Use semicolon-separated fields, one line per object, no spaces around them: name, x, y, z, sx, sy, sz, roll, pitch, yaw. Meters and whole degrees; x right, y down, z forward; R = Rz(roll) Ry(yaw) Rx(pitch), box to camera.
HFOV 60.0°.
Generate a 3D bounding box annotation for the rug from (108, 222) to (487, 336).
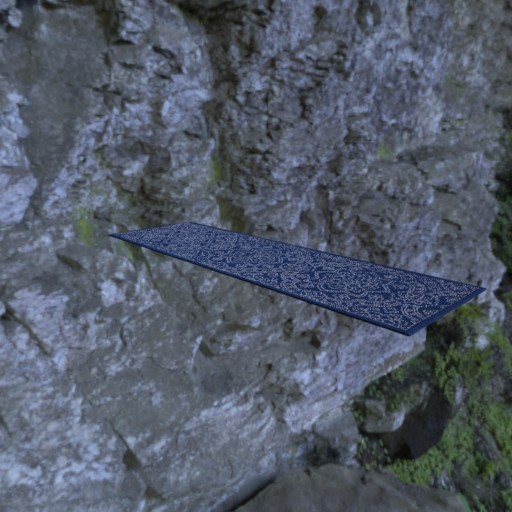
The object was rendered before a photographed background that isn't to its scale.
rug;0.000;0.000;2.747;0.769;0.012;2.448;-14;20;-42
